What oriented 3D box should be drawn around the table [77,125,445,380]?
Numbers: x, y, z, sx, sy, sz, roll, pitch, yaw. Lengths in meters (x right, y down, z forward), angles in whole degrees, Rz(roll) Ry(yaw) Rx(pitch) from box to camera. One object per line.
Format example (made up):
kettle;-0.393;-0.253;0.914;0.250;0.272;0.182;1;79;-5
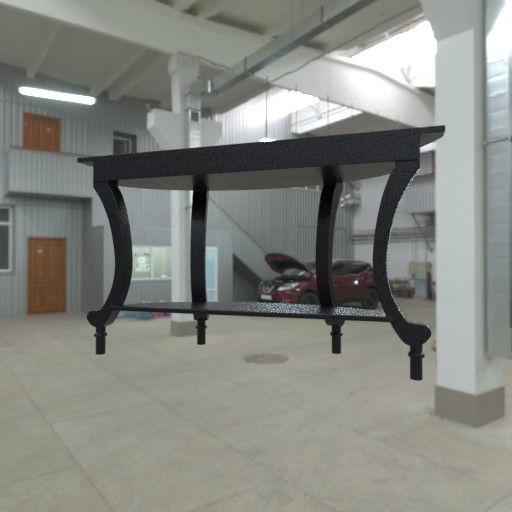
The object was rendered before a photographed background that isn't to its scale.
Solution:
table;0.000;0.000;1.557;1.198;0.692;0.394;0;-1;18
